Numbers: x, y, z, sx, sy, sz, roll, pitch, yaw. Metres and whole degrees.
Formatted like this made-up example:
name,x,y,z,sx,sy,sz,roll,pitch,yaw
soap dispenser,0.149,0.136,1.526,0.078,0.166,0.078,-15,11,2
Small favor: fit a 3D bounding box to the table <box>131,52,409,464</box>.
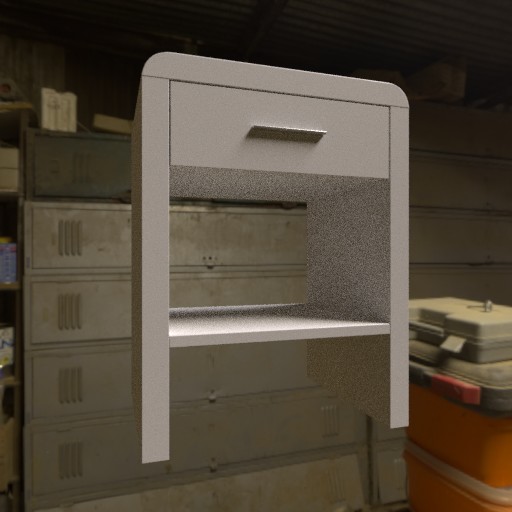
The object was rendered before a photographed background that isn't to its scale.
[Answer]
name,x,y,z,sx,sy,sz,roll,pitch,yaw
table,0.000,0.000,0.856,0.450,0.590,0.350,0,0,-18
